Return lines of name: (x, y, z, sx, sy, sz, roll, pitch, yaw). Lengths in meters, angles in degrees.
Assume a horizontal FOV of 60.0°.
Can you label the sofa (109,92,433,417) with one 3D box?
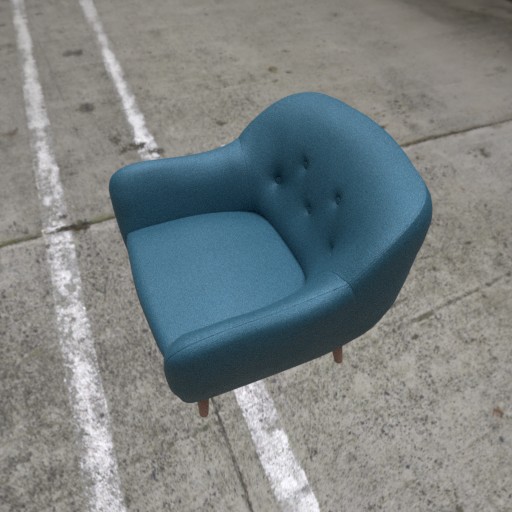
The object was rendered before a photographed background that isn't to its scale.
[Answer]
sofa: (0.000, 0.000, 1.521, 0.825, 0.817, 0.836, -17, 48, -16)
